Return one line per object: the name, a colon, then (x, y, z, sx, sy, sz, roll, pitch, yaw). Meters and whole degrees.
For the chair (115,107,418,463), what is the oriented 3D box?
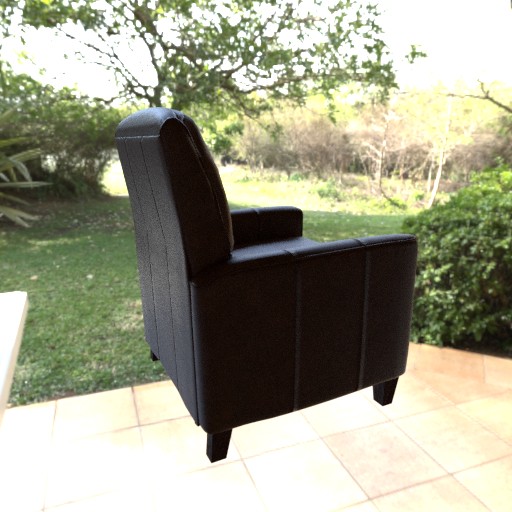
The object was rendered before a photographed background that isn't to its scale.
chair: (0.000, 0.000, 1.636, 0.850, 1.010, 0.839, -7, 16, -26)
